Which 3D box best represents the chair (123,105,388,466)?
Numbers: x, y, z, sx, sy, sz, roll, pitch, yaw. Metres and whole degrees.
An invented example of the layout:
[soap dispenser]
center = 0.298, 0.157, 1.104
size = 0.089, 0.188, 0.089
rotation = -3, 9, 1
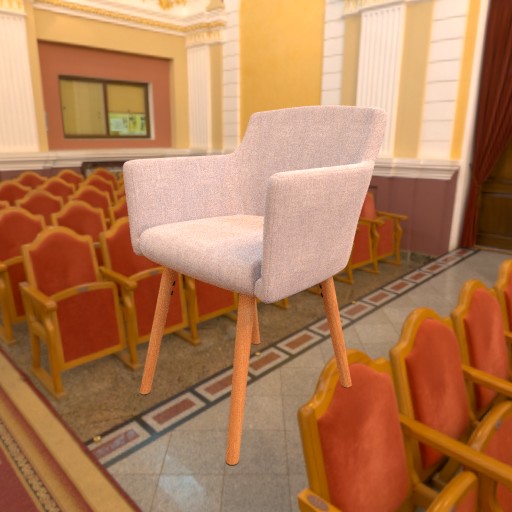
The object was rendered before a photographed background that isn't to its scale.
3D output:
[chair]
center = 0.000, 0.000, 1.187
size = 0.540, 0.780, 0.570
rotation = -15, 21, -42
